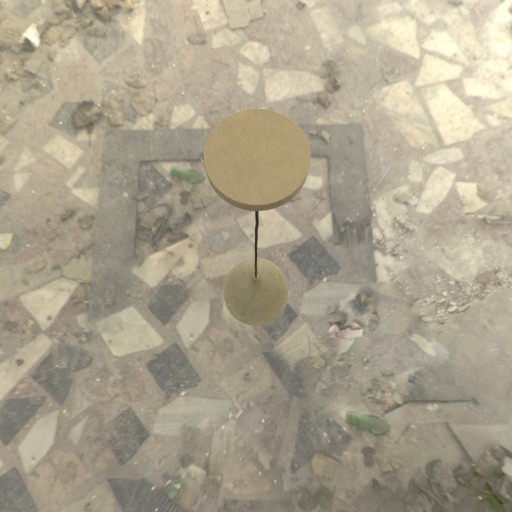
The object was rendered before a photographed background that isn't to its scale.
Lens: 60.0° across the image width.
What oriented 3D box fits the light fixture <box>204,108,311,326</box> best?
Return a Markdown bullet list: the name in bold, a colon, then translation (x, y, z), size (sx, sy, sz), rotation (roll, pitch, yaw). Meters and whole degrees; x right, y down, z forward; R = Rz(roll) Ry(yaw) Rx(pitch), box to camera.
- **light fixture**: translation (0.000, 0.000, 0.801), size (0.170, 0.759, 0.170), rotation (-10, 75, -3)
